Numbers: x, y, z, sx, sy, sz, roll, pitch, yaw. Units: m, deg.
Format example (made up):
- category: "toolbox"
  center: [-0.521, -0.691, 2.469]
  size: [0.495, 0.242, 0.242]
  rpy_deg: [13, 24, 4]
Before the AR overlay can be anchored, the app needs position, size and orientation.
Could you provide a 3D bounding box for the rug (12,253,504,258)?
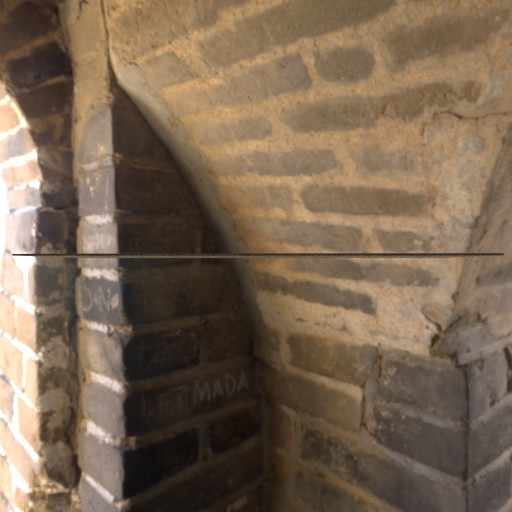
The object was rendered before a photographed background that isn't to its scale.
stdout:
- category: "rug"
  center: [0.000, 0.000, 2.589]
  size: [2.452, 0.012, 0.775]
  rpy_deg: [0, -1, 2]
